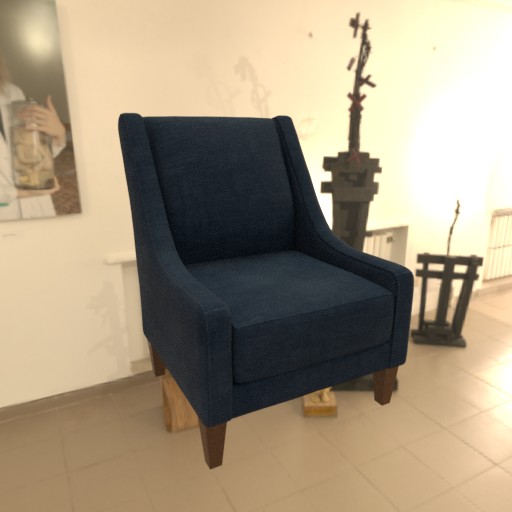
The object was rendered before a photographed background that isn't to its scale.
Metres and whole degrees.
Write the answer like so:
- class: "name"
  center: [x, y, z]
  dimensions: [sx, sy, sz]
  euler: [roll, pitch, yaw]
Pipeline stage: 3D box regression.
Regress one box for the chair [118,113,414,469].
- class: "chair"
  center: [0.000, 0.000, 1.629]
  dimensions: [0.774, 1.014, 0.870]
  euler: [-8, 18, -27]
